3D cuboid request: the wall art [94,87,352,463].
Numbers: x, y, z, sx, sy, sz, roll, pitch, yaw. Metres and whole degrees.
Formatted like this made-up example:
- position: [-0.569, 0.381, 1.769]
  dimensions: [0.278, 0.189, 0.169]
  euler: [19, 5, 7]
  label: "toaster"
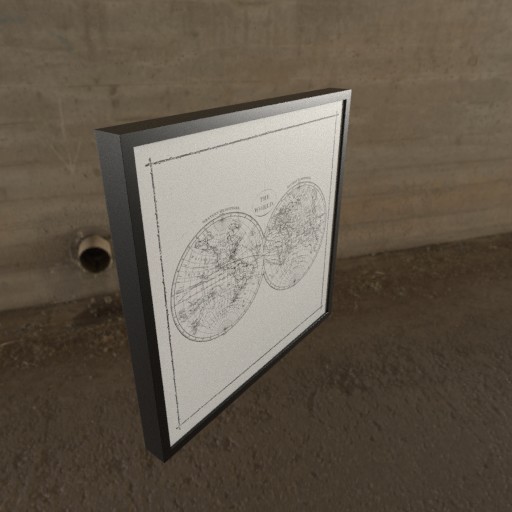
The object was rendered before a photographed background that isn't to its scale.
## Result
- position: [0.000, 0.000, 0.486]
  dimensions: [0.029, 0.318, 0.327]
  euler: [20, 33, 34]
  label: "wall art"
